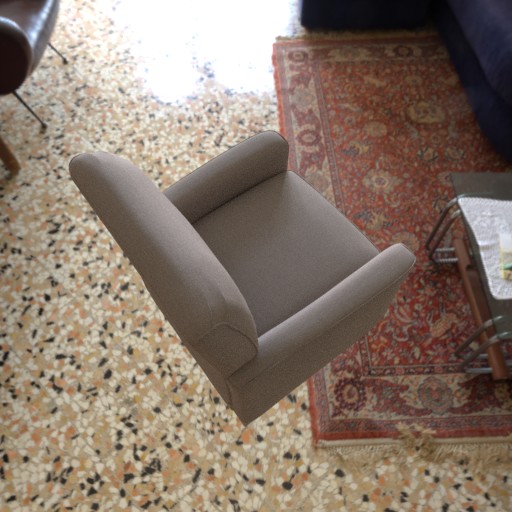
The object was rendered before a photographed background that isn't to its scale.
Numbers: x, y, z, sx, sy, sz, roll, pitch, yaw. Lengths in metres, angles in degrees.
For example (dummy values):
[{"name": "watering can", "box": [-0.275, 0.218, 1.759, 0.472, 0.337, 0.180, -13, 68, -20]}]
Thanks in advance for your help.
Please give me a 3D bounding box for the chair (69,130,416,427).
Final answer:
[{"name": "chair", "box": [0.000, 0.000, 1.642, 0.859, 1.023, 0.845, -33, 64, -19]}]
